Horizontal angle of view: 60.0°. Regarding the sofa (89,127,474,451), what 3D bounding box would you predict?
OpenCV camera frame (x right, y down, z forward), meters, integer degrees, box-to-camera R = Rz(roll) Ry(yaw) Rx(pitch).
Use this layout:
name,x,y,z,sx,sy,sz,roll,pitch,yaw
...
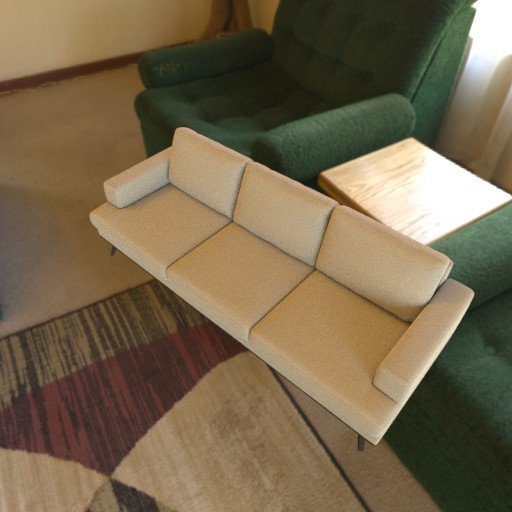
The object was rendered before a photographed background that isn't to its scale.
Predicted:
name,x,y,z,sx,sy,sz,roll,pitch,yaw
sofa,0.000,0.000,2.752,2.310,0.810,0.920,32,53,28
